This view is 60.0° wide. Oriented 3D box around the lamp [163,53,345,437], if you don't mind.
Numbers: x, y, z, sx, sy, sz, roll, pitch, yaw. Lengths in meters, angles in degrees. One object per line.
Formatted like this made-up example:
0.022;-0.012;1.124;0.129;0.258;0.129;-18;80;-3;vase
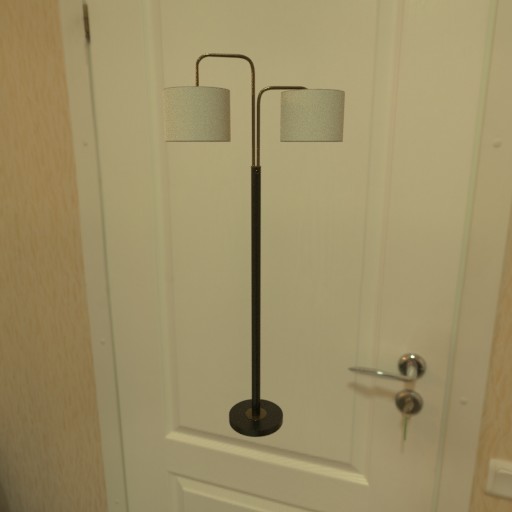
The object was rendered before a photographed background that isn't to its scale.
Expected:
0.000;0.000;1.888;0.711;1.587;0.254;-2;14;-10;lamp
